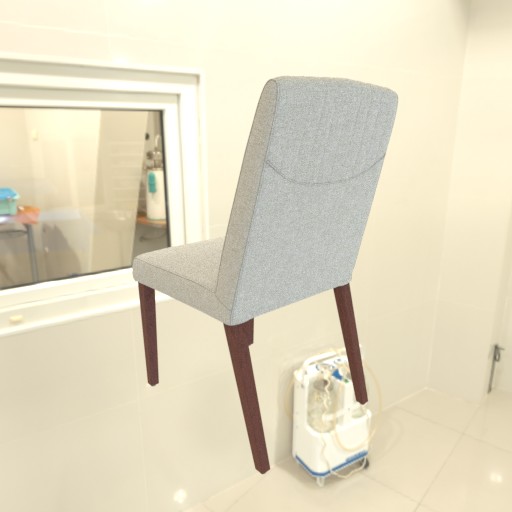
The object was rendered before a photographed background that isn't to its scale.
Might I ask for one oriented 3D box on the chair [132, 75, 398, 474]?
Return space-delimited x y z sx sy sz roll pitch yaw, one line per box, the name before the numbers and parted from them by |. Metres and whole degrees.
chair | 0.000 0.000 1.260 0.480 0.900 0.594 -14 21 -41
